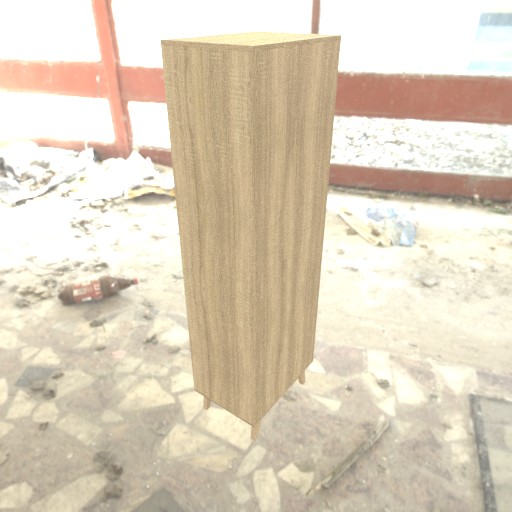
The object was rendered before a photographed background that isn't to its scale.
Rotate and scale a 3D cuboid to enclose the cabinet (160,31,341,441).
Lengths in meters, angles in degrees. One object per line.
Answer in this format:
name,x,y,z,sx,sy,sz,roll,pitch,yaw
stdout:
cabinet,0.000,0.000,2.085,0.400,1.850,0.570,20,36,31
